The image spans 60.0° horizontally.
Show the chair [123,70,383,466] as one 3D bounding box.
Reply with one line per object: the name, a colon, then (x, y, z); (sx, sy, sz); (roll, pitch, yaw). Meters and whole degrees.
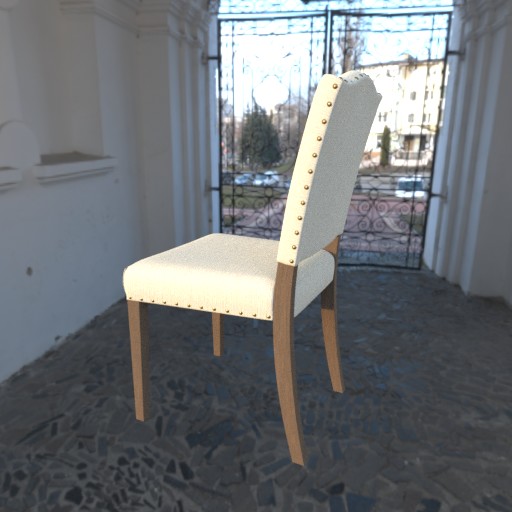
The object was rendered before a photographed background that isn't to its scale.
chair: (0.000, 0.000, 1.349); (0.619, 1.015, 0.508); (7, 17, 25)
